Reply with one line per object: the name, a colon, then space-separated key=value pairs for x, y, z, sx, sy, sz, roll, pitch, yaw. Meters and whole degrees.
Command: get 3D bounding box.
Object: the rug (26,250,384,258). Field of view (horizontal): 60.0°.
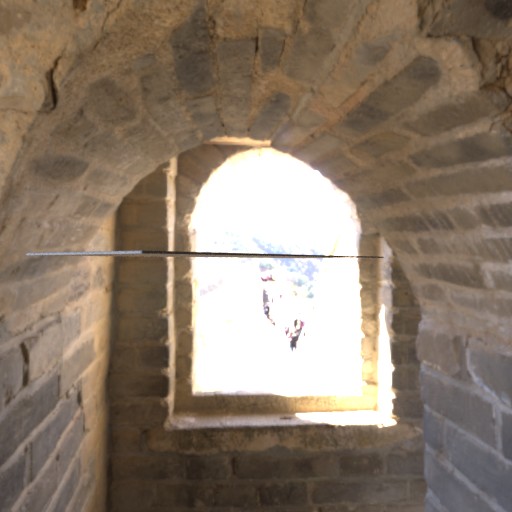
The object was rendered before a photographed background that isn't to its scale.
rug: x=0.000 y=0.000 z=2.714 sx=0.759 sy=0.012 sz=2.430 roll=0 pitch=-1 yaw=35
